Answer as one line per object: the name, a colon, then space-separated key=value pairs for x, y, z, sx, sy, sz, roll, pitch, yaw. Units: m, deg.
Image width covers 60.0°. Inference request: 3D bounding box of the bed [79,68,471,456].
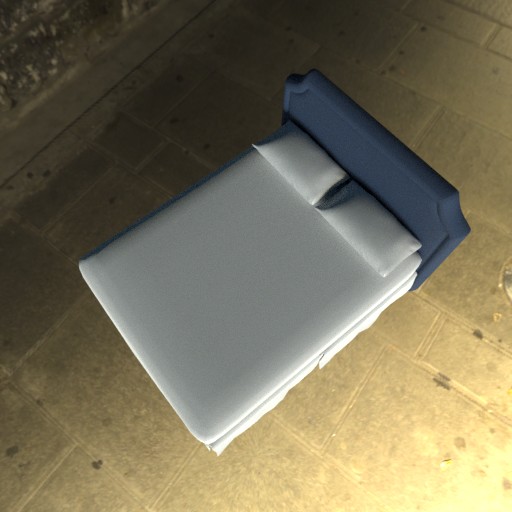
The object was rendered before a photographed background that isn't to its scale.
bed: x=0.000 y=0.000 z=3.334 sx=2.260 sy=1.297 sz=1.831 roll=-36 pitch=71 yaw=-15
